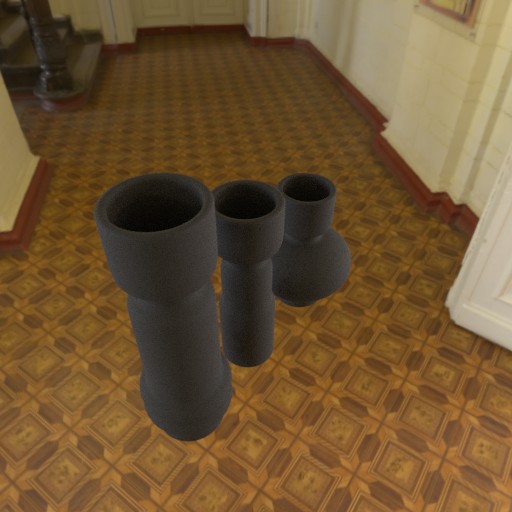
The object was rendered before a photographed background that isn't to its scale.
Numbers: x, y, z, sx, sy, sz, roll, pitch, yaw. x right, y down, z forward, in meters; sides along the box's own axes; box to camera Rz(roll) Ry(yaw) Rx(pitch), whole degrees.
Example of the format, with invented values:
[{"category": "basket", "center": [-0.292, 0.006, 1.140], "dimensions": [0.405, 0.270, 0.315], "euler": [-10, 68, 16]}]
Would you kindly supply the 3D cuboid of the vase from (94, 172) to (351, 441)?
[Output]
[{"category": "vase", "center": [0.000, 0.000, 0.430], "dimensions": [0.120, 0.249, 0.307], "euler": [25, 46, 26]}]
